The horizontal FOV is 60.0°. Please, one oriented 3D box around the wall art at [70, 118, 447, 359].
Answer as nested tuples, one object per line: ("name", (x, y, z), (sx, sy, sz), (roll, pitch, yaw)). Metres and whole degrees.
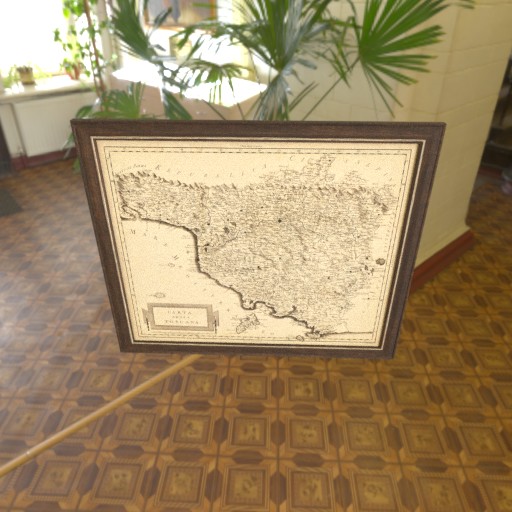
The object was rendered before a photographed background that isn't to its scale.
("wall art", (0.000, 0.000, 1.454), (1.033, 0.875, 0.023), (1, 32, 2))
